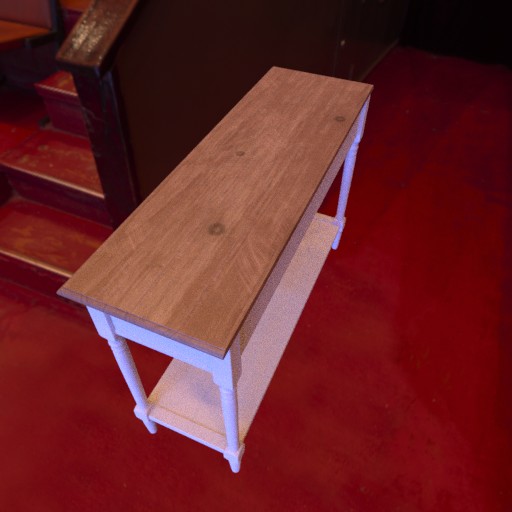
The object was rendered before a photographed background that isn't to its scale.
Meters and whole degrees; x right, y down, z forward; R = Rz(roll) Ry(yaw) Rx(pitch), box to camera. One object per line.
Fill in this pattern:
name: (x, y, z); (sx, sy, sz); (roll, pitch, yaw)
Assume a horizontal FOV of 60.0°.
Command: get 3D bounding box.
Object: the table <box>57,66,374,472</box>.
table: (0.000, 0.000, 1.559); (0.399, 0.800, 1.219); (18, 49, 16)
